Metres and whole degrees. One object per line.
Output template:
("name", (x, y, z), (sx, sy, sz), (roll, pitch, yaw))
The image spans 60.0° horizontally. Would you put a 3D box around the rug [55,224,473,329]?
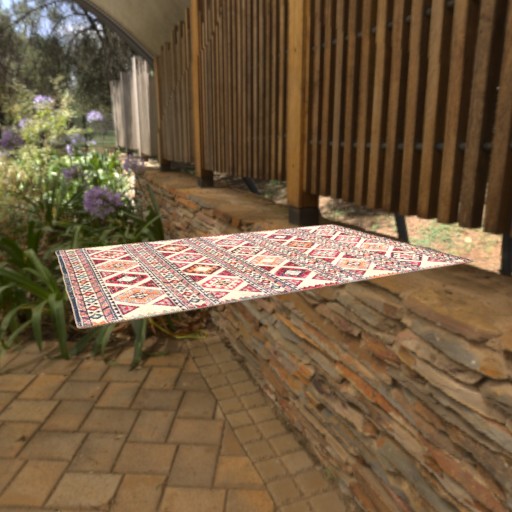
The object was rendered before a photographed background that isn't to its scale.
("rug", (0.000, 0.000, 3.034), (2.440, 0.010, 1.545), (-7, 16, -26))
